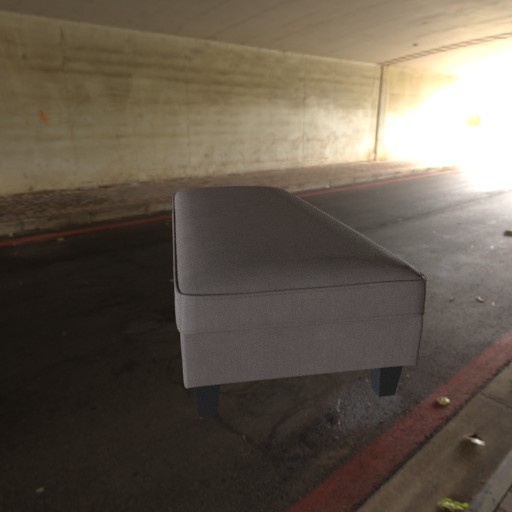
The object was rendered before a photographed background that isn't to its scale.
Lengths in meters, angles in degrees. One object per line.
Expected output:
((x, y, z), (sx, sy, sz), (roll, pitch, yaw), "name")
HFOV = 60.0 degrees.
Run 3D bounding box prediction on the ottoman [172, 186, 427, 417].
((0.000, 0.000, 2.051), (0.751, 0.470, 1.764), (-3, 17, -10), "ottoman")
